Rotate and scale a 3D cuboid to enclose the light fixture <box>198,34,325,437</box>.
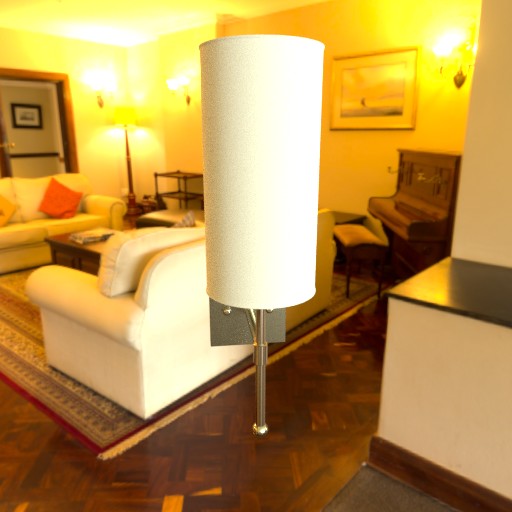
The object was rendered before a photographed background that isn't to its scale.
[{"bbox_3d":[0.000,0.000,0.552,0.128,0.462,0.208,-2,15,-8],"label":"light fixture"}]
